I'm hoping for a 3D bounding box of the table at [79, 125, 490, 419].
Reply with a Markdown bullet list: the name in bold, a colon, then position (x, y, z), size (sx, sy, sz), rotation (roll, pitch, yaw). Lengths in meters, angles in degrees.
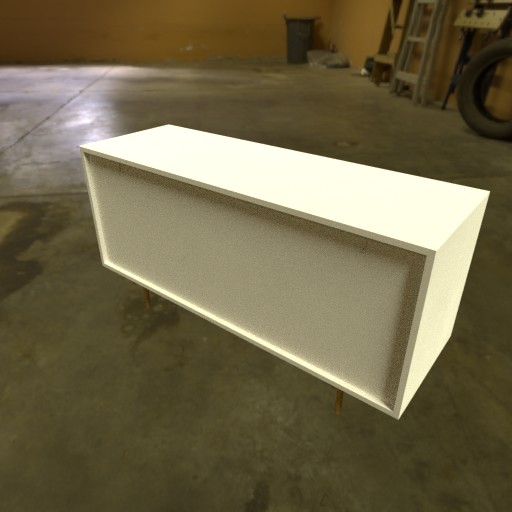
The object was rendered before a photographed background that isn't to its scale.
- **table**: position (0.000, 0.000, 1.830), size (1.500, 0.769, 0.508), rotation (21, 35, 33)
